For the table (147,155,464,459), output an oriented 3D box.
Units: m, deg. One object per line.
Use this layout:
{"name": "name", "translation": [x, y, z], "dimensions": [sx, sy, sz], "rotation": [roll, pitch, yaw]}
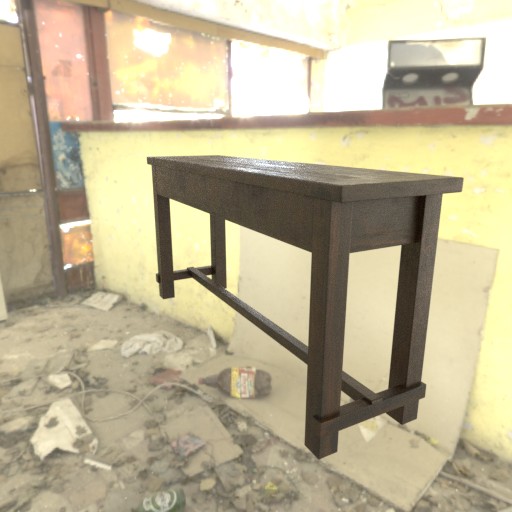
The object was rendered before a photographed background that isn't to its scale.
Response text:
{"name": "table", "translation": [0.000, 0.000, 1.860], "dimensions": [0.442, 0.762, 1.599], "rotation": [-8, 17, -28]}
